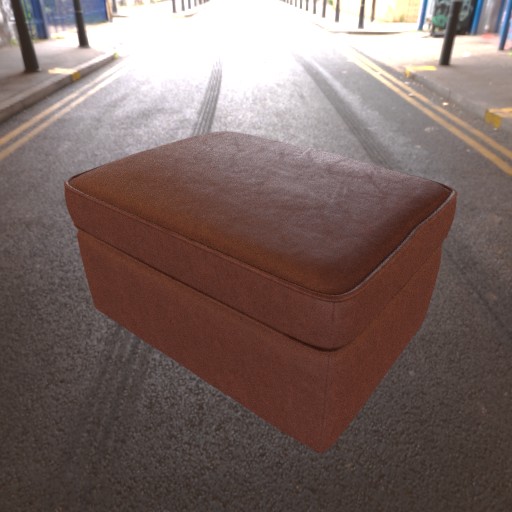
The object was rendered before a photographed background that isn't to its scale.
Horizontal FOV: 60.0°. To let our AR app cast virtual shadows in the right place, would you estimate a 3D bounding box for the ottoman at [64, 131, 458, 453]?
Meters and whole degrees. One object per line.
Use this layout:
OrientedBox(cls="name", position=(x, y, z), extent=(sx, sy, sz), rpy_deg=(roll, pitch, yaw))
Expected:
OrientedBox(cls="ottoman", position=(0.000, 0.000, 1.075), extent=(0.749, 0.449, 0.548), rpy_deg=(23, 38, 32))
